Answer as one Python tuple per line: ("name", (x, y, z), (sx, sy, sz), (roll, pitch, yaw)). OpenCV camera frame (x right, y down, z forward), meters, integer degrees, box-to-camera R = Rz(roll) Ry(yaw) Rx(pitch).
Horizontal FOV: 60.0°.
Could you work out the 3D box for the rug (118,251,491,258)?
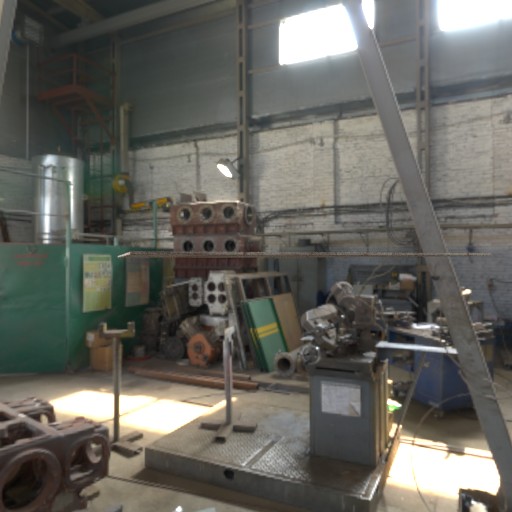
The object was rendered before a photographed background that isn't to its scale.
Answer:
("rug", (0.000, 0.000, 3.991), (2.317, 0.016, 2.959), (0, 0, -18))
